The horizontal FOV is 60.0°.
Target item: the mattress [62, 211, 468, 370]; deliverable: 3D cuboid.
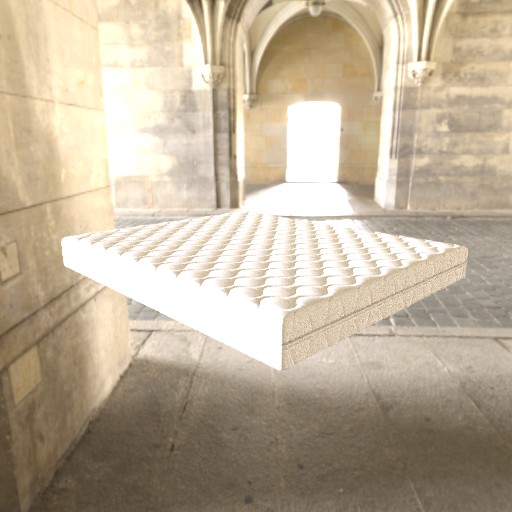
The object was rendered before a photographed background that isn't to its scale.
[{"bbox_3d":[0.000,0.000,2.696,1.600,0.200,1.900,-14,20,-42],"label":"mattress"}]
